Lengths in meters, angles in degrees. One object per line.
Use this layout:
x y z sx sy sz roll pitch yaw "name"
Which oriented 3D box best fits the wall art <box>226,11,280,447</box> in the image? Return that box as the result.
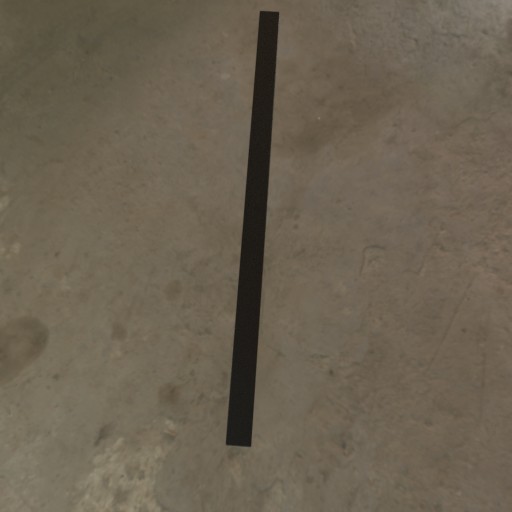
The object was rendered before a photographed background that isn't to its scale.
0.000 0.000 1.116 0.038 0.765 0.765 4 76 1 "wall art"
